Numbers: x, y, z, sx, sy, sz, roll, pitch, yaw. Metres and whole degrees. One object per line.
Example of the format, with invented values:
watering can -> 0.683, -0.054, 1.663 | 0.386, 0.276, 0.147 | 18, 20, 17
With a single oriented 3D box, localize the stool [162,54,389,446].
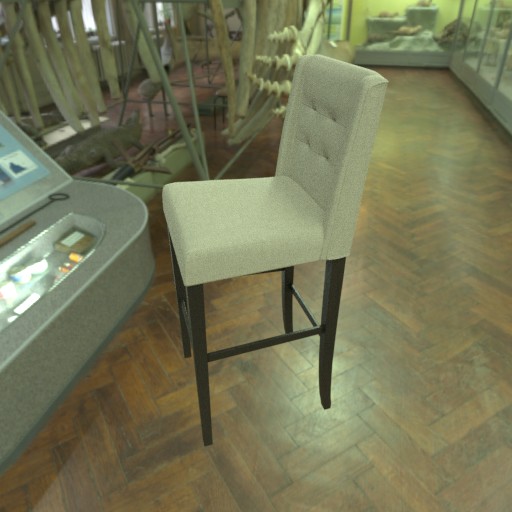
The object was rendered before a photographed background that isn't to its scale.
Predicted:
stool -> 0.000, 0.000, 1.399 | 0.509, 1.116, 0.474 | -9, 32, -14
